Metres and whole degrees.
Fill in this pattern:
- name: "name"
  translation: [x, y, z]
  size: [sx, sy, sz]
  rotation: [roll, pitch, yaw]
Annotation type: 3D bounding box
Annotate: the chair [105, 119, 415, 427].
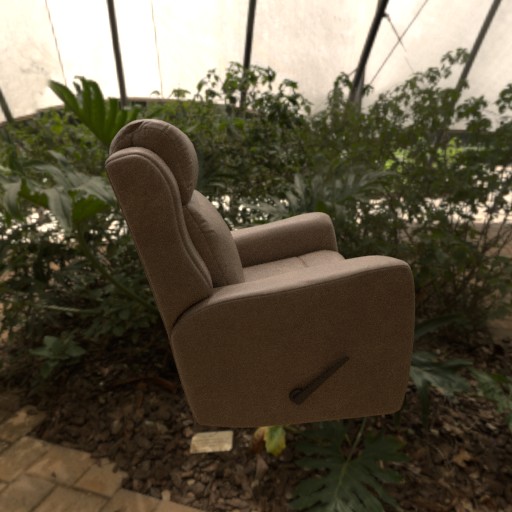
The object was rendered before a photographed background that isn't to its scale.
- name: "chair"
  translation: [0.000, 0.000, 1.903]
  size: [1.068, 1.116, 0.967]
  rotation: [-3, 17, -9]
